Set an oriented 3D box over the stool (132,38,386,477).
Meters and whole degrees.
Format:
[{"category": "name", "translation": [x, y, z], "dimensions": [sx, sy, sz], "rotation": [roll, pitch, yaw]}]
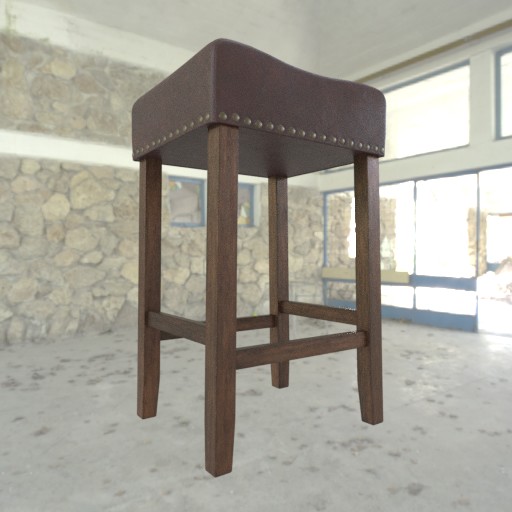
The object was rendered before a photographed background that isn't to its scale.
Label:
[{"category": "stool", "translation": [0.000, 0.000, 1.044], "dimensions": [0.465, 0.769, 0.401], "rotation": [0, 0, -36]}]
